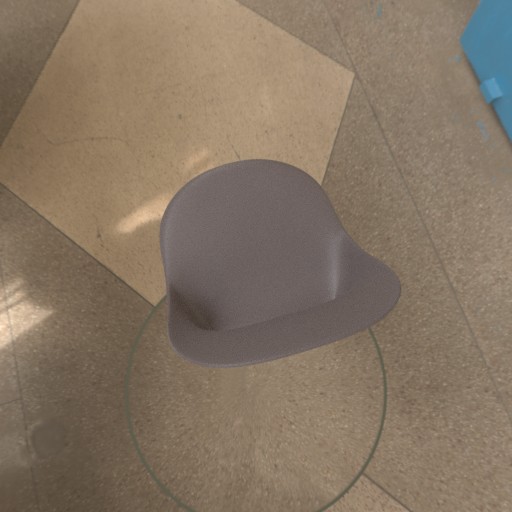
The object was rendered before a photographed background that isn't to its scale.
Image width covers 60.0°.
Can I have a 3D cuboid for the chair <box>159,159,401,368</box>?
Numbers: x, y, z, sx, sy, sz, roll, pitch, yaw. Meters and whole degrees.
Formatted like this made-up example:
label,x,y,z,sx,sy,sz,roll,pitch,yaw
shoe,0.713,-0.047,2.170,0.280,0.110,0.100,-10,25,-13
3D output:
label,x,y,z,sx,sy,sz,roll,pitch,yaw
chair,0.000,0.000,1.142,0.470,0.794,0.556,-16,75,-4
